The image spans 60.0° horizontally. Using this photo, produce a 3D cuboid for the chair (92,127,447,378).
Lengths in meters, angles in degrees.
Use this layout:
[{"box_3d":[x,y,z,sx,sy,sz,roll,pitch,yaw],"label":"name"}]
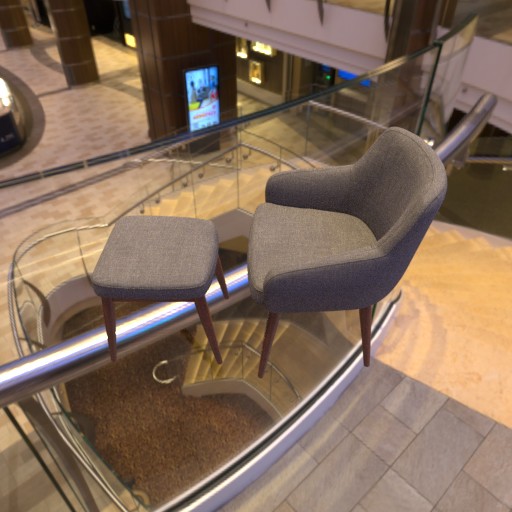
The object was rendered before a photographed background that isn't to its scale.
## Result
[{"box_3d":[0.000,0.000,1.579,1.107,0.799,0.584,1,40,1],"label":"chair"}]
